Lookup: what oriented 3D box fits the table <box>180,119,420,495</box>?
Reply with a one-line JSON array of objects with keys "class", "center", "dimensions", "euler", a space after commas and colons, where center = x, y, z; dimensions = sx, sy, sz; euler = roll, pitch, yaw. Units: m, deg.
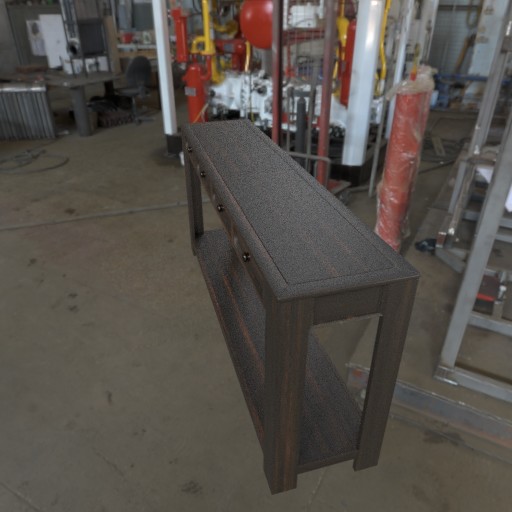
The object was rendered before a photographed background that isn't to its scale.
[{"class": "table", "center": [0.000, 0.000, 1.915], "dimensions": [0.384, 0.762, 1.631], "euler": [-8, 32, -14]}]
